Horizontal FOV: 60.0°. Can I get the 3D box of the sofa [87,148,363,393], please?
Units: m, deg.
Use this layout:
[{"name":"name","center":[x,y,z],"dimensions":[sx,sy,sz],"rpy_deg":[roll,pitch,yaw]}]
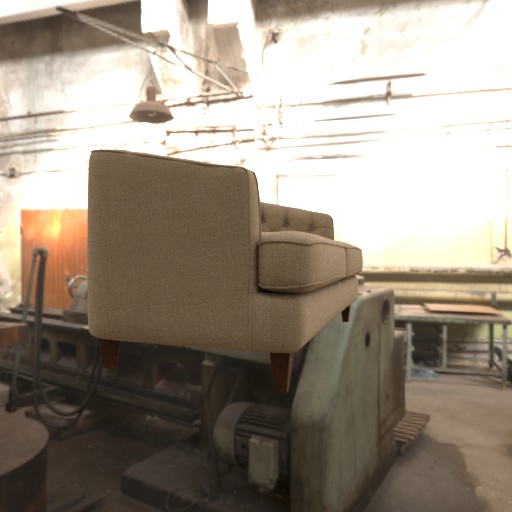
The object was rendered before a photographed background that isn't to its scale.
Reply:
[{"name":"sofa","center":[0.000,0.000,2.260],"dimensions":[0.941,0.855,1.733],"rpy_deg":[0,0,19]}]
